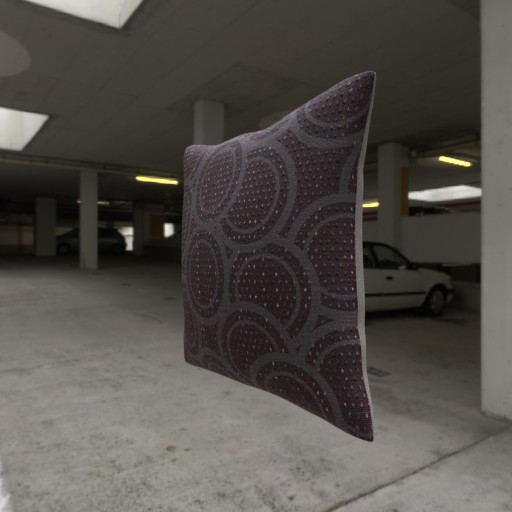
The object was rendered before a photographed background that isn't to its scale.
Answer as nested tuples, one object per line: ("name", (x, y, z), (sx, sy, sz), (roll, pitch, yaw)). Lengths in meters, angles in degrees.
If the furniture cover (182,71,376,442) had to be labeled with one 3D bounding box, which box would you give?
("furniture cover", (0.000, 0.000, 0.825), (0.193, 0.509, 0.552), (0, 0, -36))
